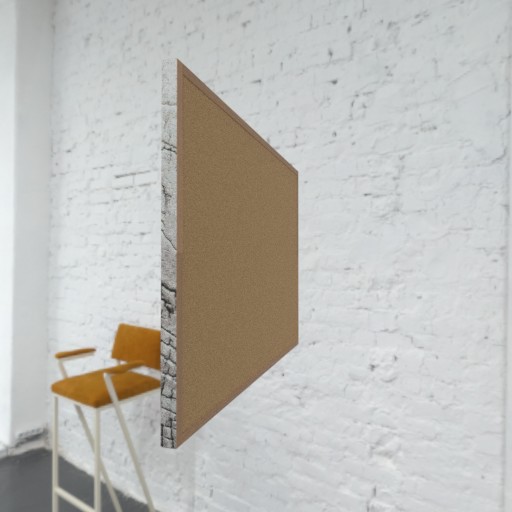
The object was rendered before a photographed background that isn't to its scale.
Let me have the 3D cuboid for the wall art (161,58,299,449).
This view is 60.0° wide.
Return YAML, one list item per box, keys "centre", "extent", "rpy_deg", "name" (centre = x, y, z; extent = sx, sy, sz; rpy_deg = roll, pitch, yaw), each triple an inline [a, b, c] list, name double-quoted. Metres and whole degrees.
- centre: [0.000, 0.000, 1.408]
  extent: [0.035, 0.758, 1.141]
  rpy_deg: [0, -1, 17]
  name: "wall art"
